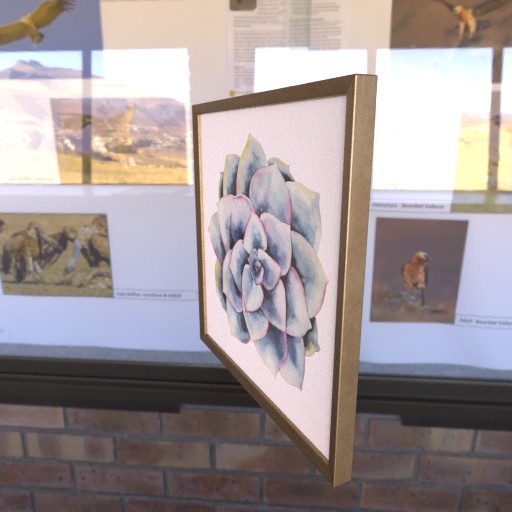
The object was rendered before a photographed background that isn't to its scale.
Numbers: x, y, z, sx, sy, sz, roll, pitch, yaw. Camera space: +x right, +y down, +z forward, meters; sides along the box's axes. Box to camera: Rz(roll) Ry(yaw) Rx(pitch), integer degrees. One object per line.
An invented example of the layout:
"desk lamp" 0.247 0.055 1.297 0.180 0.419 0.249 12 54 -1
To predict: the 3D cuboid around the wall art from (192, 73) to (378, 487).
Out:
"wall art" 0.000 0.000 0.738 0.030 0.506 0.503 -7 17 -26
